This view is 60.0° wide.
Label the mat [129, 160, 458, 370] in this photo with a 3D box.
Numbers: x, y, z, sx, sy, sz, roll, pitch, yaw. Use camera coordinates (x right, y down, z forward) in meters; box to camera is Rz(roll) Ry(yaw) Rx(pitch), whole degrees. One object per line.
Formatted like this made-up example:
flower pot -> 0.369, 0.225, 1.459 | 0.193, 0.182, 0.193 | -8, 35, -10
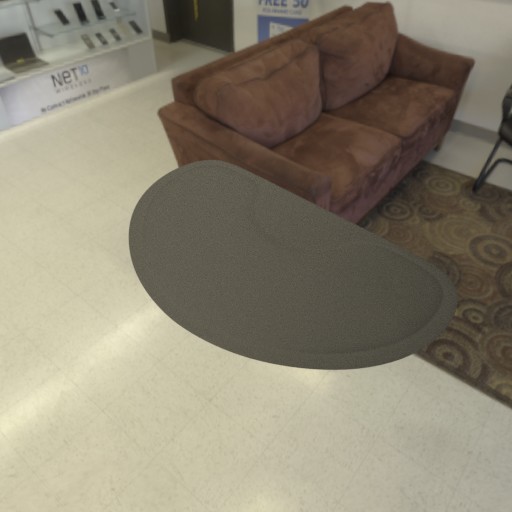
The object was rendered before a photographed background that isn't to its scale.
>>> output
mat -> 0.000, 0.000, 1.867 | 1.524, 0.013, 0.913 | 32, 52, 29
